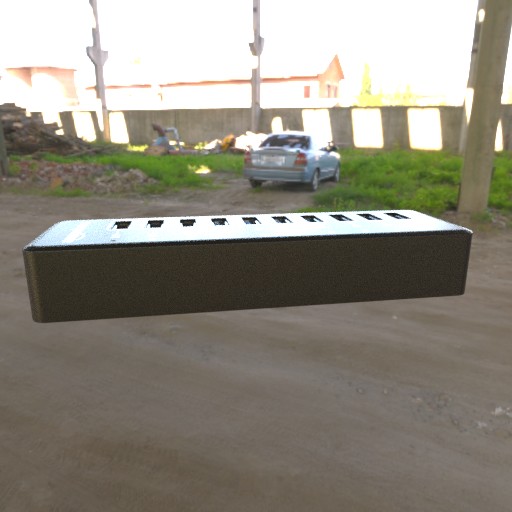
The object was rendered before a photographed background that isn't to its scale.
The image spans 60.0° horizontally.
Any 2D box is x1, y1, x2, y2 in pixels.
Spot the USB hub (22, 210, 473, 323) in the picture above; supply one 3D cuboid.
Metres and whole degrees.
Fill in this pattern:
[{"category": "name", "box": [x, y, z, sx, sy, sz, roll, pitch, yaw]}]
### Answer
[{"category": "USB hub", "box": [0.000, 0.000, 0.161, 0.145, 0.023, 0.044, -3, 16, -9]}]
